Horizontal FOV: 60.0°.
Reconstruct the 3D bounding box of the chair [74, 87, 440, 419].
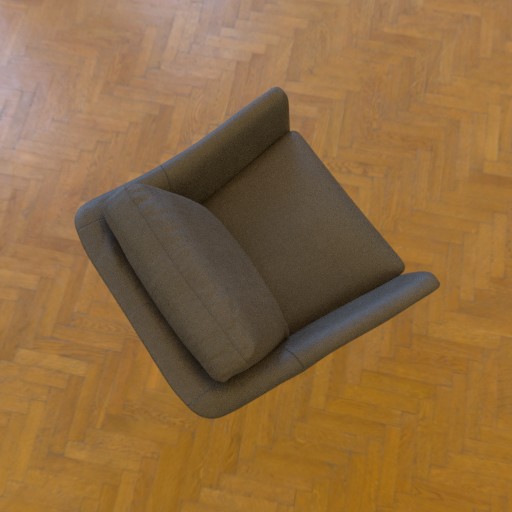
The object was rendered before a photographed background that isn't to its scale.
[{"bbox_3d":[0.000,0.000,1.728,0.961,0.901,0.988,-34,78,-8],"label":"chair"}]
